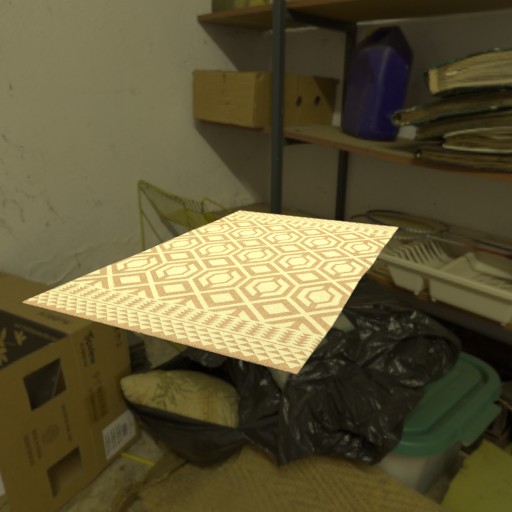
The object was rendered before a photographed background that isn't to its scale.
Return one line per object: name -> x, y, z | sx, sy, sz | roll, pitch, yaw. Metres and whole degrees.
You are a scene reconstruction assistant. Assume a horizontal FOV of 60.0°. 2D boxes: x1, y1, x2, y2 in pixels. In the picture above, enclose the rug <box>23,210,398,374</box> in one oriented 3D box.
rug -> 0.000, 0.000, 3.026 | 1.526, 0.011, 2.435 | 9, 20, 24
